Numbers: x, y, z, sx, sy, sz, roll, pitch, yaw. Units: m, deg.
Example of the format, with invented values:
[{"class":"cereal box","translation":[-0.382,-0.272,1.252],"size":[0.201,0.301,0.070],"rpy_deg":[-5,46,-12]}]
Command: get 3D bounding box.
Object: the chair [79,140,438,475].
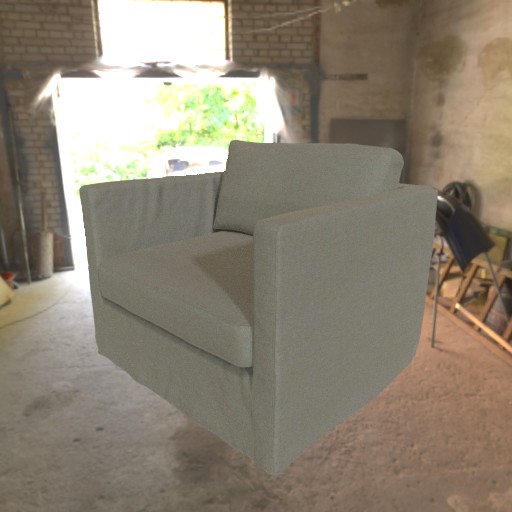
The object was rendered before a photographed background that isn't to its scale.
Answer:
[{"class":"chair","translation":[0.000,0.000,1.755],"size":[1.057,0.863,0.949],"rpy_deg":[15,23,41]}]
